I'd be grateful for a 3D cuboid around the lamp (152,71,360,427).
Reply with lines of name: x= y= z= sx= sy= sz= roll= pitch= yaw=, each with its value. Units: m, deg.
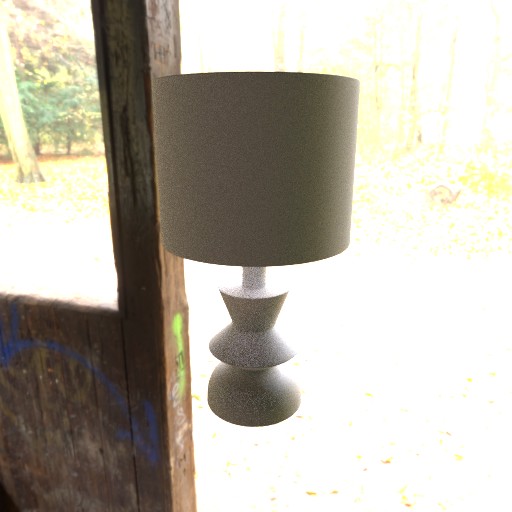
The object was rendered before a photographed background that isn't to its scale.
lamp: x=0.000 y=0.000 z=0.730 sx=0.301 sy=0.533 sz=0.301 roll=-3 pitch=17 yaw=-9
